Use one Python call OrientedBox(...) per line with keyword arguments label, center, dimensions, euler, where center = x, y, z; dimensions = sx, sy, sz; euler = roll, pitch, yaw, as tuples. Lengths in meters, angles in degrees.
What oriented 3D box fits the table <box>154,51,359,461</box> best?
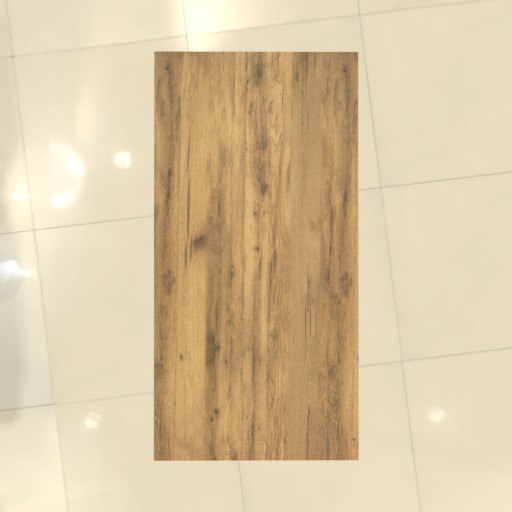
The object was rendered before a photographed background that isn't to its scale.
OrientedBox(label="table", center=(0.000, 0.000, 2.553), dimensions=(1.000, 0.770, 2.000), euler=(0, 90, 0))
